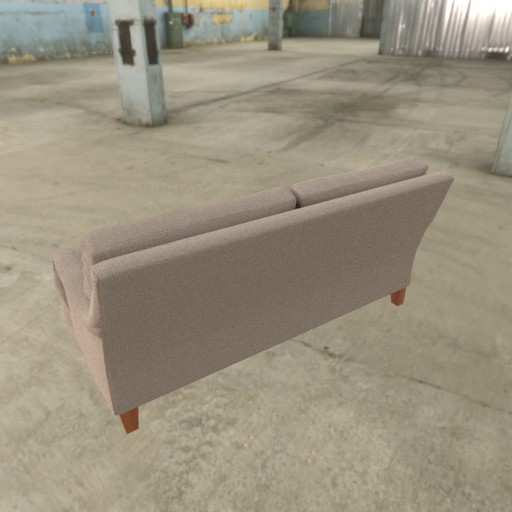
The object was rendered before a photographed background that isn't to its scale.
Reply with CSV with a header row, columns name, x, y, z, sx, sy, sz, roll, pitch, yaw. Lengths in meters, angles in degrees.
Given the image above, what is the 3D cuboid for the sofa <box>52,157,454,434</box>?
name,x,y,z,sx,sy,sz,roll,pitch,yaw
sofa,0.000,0.000,2.674,2.160,1.054,1.087,-17,32,-30
